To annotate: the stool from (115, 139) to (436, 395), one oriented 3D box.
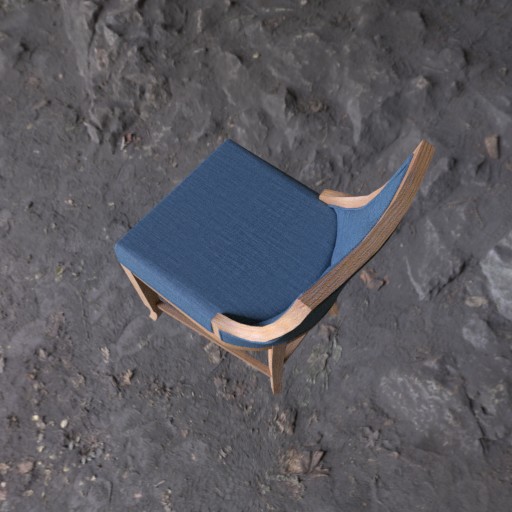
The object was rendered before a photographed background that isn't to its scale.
[{"bbox_3d":[0.000,0.000,1.290,0.626,0.938,0.524,34,67,17],"label":"stool"}]
